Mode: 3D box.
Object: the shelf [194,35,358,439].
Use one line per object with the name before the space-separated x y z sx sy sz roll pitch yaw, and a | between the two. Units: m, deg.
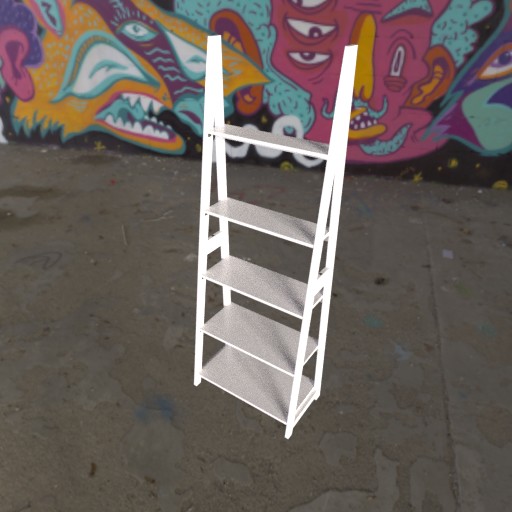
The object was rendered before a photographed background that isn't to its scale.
shelf | 0.000 0.000 2.048 0.636 1.779 0.341 20 37 29
